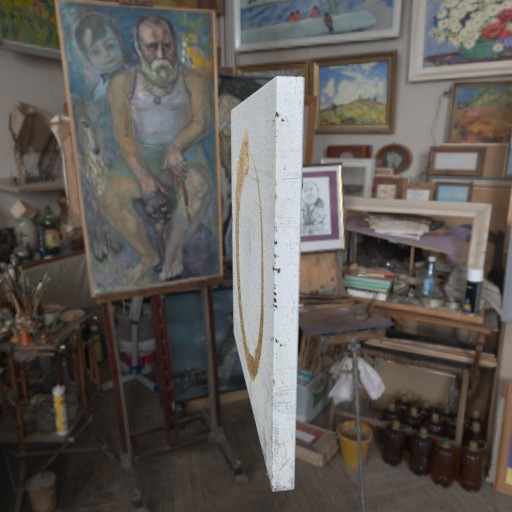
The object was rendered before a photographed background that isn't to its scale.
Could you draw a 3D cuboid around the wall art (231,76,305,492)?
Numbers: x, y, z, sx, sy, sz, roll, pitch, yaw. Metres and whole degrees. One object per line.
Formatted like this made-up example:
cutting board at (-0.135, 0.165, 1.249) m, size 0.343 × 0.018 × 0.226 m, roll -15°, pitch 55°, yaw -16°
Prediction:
wall art at (0.000, 0.000, 0.912) m, size 0.040 × 0.611 × 0.610 m, roll -2°, pitch 14°, yaw -8°
